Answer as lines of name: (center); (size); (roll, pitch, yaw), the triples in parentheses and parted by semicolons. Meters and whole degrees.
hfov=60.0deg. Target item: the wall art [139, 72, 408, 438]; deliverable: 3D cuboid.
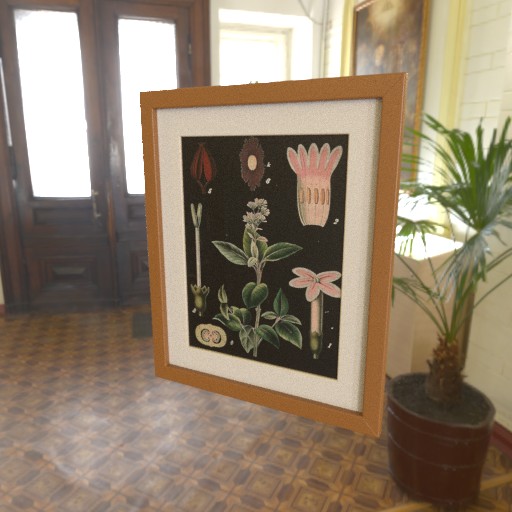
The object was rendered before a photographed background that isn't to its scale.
wall art: (0.000, 0.000, 0.518); (0.310, 0.379, 0.015); (7, 15, 25)
